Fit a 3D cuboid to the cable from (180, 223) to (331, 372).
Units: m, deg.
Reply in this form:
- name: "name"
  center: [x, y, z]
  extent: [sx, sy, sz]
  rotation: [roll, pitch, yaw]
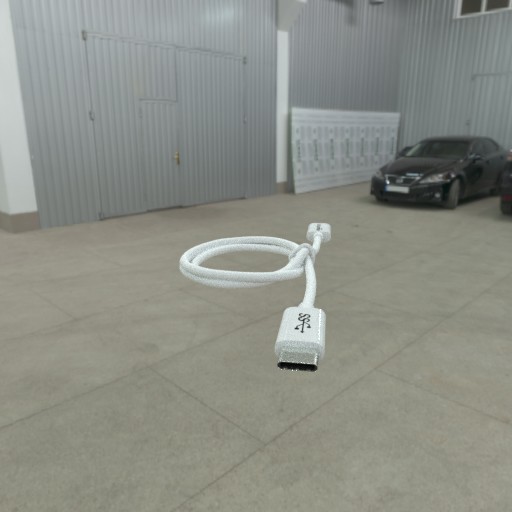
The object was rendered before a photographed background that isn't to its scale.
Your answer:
- name: "cable"
  center: [0.000, 0.000, 0.210]
  extent: [0.070, 0.014, 0.186]
  rotation: [3, 16, 9]
